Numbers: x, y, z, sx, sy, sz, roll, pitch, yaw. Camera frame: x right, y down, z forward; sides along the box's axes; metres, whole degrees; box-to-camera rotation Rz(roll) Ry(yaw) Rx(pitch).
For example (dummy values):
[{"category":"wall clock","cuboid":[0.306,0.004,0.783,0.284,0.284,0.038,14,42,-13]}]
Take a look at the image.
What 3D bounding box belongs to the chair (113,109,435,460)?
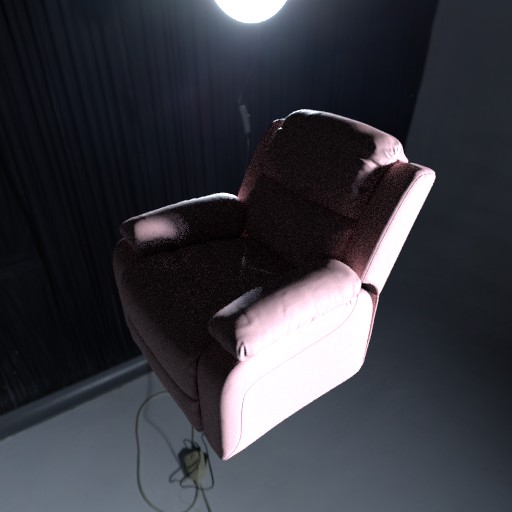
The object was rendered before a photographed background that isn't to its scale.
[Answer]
[{"category":"chair","cuboid":[0.000,0.000,1.278,0.709,0.702,0.680,-20,37,-29]}]
